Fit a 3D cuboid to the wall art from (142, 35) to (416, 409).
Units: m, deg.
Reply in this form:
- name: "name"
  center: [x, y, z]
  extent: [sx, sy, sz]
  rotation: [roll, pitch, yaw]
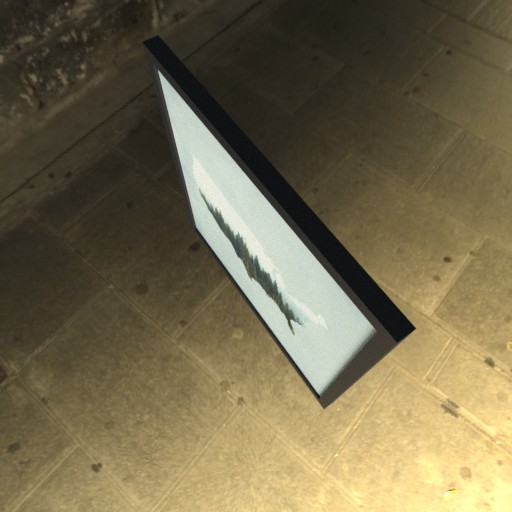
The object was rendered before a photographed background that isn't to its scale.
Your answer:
- name: "wall art"
  center: [0.000, 0.000, 1.119]
  extent: [0.038, 0.763, 0.763]
  rotation: [-32, 68, -14]
